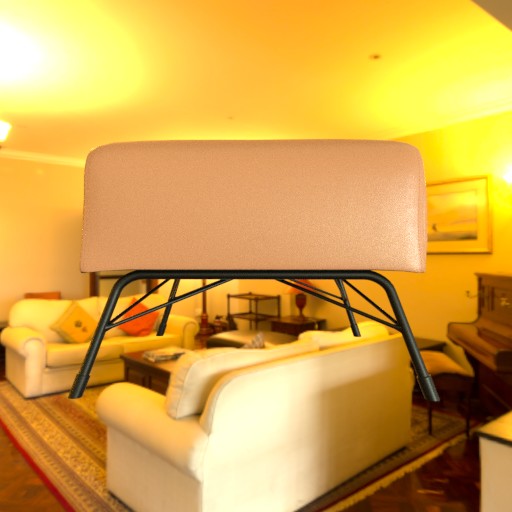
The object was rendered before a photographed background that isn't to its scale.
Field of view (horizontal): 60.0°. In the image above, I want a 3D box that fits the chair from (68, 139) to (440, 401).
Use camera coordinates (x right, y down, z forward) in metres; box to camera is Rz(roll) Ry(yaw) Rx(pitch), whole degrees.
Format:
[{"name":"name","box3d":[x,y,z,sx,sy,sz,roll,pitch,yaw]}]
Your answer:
[{"name":"chair","box3d":[0.000,0.000,0.891,0.530,0.410,0.530,0,0,1]}]
